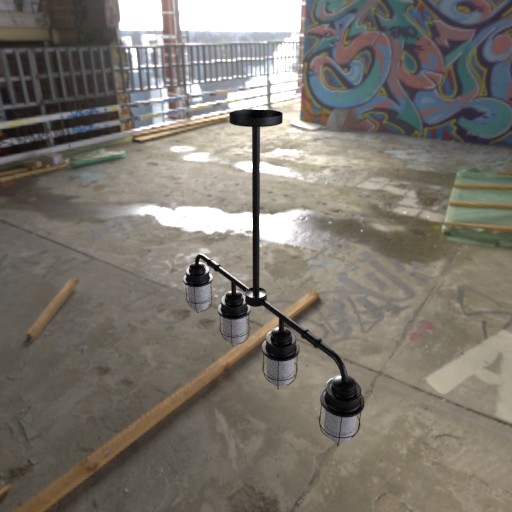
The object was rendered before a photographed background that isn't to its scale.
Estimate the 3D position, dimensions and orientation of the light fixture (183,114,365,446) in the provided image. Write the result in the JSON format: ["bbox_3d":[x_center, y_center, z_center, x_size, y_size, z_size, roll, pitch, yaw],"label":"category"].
[{"bbox_3d":[0.000,0.000,1.265,0.131,0.785,0.852,-18,32,-31],"label":"light fixture"}]
